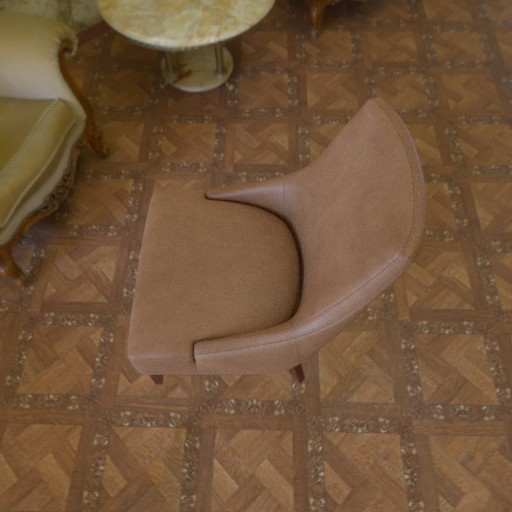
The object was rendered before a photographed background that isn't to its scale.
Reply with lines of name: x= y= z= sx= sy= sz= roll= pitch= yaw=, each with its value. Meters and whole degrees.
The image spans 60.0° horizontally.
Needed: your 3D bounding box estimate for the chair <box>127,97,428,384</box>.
chair: x=0.000 y=0.000 z=1.520 sx=0.861 sy=0.909 sz=0.701 roll=0 pitch=59 yaw=0
